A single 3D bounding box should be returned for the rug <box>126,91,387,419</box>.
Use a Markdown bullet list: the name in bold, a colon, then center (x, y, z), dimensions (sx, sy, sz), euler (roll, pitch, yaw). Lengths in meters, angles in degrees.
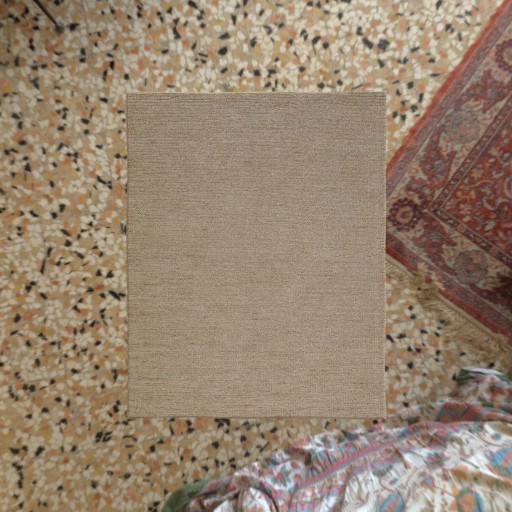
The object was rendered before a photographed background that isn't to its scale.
- **rug**: center (0.000, 0.000, 4.106), dimensions (2.406, 0.012, 3.034), euler (0, 91, 0)
